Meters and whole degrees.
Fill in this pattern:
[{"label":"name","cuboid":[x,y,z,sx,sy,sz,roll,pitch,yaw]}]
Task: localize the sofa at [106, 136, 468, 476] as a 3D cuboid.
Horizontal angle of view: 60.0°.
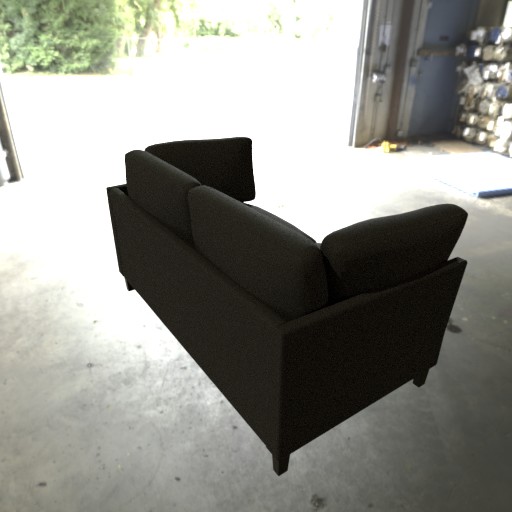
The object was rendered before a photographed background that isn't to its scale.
[{"label":"sofa","cuboid":[0.000,0.000,2.306,0.969,0.920,1.751,-17,32,-30]}]
